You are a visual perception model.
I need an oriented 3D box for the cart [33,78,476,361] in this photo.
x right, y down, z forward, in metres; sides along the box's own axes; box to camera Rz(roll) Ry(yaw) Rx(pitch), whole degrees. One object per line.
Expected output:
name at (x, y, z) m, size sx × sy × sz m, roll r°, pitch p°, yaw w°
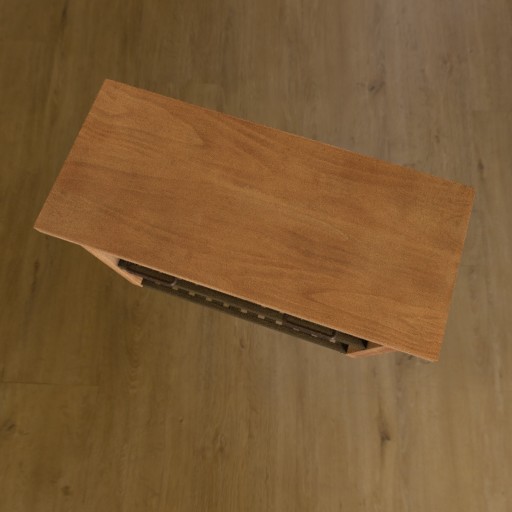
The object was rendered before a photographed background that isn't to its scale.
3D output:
cart at (0.000, 0.000, 0.968) m, size 0.686 × 0.554 × 0.298 m, roll 18°, pitch 76°, yaw 5°
